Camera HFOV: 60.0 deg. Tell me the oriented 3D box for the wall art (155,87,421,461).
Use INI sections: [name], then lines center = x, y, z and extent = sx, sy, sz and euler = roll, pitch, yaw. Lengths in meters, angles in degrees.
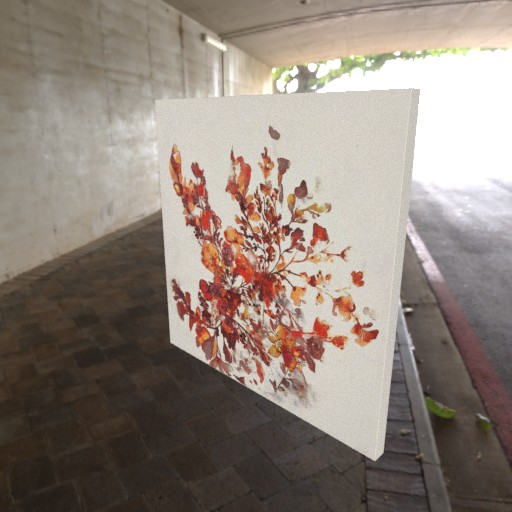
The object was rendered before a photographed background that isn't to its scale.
[wall art]
center = 0.000, 0.000, 1.479
extent = 1.009, 1.009, 0.049
euler = 16, 24, 42
